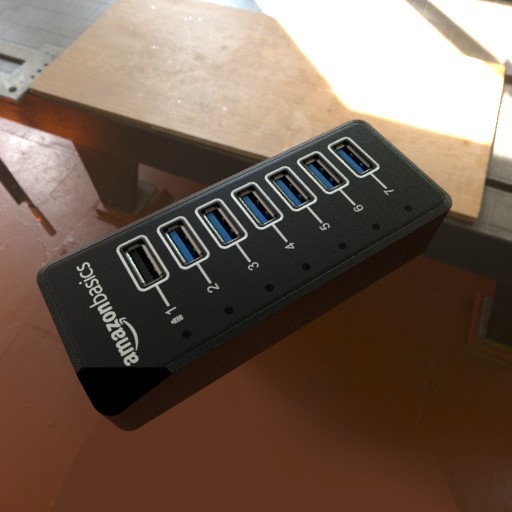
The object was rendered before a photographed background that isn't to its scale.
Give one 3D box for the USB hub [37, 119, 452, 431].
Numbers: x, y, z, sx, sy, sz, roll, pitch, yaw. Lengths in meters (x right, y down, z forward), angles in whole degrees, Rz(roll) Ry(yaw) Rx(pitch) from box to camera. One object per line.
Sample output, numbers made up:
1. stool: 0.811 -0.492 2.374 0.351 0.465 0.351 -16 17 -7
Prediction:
1. USB hub: 0.000 0.000 0.129 0.110 0.023 0.044 -28 62 -17
